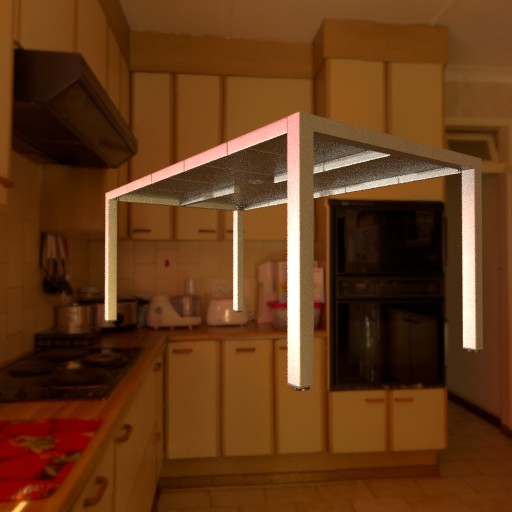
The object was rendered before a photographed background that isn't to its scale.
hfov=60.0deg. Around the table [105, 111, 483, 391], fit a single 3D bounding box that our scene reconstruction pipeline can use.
[{"bbox_3d":[0.000,0.000,2.100,0.914,0.735,1.680,1,-1,-35],"label":"table"}]
